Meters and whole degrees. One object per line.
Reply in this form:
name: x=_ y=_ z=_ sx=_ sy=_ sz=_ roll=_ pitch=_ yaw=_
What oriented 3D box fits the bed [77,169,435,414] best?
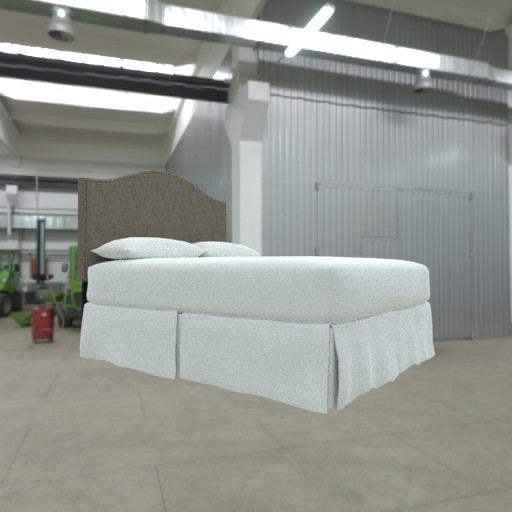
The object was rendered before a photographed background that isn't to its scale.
bed: x=0.000 y=0.000 z=3.280 sx=2.153 sy=1.518 sz=1.713 roll=-1 pitch=-1 yaw=37
